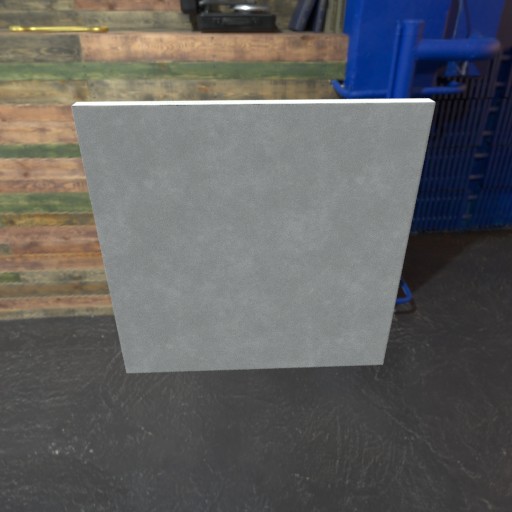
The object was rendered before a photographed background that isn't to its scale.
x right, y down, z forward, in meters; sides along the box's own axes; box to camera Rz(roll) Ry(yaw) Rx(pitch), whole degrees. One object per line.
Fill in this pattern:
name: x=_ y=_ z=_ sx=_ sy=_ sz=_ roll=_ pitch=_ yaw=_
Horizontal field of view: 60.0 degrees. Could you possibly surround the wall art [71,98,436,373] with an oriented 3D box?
wall art: x=0.000 y=0.000 z=0.452 sx=0.303 sy=0.303 sz=0.015 roll=-1 pitch=31 yaw=-2
